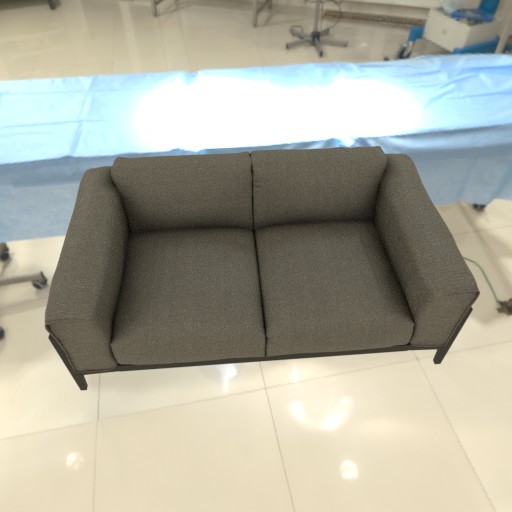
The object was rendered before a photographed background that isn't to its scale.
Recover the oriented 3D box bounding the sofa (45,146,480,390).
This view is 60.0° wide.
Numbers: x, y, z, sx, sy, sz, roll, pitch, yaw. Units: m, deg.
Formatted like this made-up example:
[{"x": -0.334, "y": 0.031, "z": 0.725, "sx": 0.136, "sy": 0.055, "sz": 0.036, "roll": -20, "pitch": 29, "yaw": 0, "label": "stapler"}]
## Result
[{"x": 0.000, "y": 0.000, "z": 2.126, "sx": 1.690, "sy": 0.656, "sz": 0.960, "roll": -3, "pitch": 47, "yaw": -3, "label": "sofa"}]
